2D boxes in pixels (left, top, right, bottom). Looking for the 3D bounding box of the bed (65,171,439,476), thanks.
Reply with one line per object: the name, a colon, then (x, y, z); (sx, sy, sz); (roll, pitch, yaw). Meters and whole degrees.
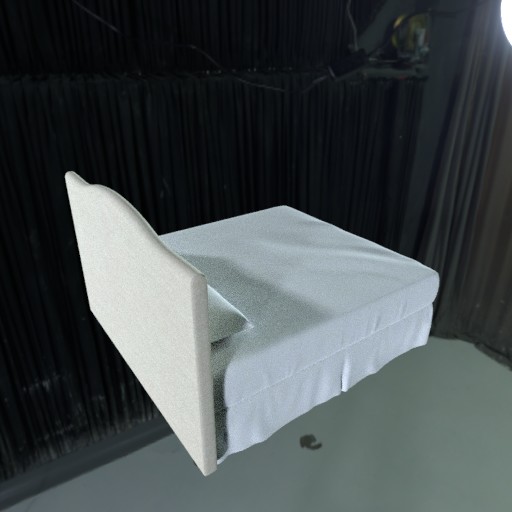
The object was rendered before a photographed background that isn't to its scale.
bed: (0.000, 0.000, 3.498); (2.182, 1.421, 2.083); (-17, 31, -31)
